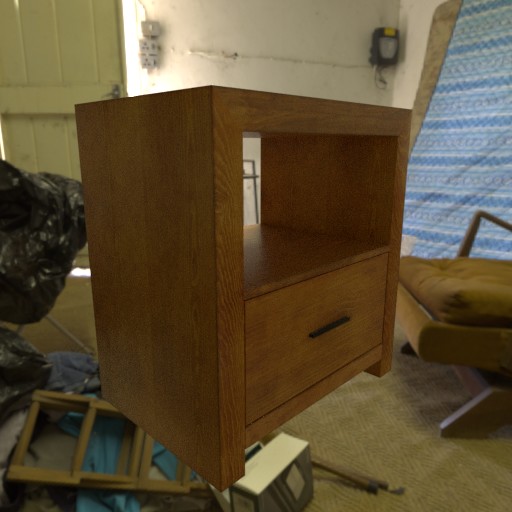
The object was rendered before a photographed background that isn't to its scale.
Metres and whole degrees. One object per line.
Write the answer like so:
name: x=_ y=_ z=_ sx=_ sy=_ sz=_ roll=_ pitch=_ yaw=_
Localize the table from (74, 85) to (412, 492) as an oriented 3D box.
table: x=0.000 y=0.000 z=0.946 sx=0.400 sy=0.605 sz=0.550 roll=13 pitch=19 yaw=43
